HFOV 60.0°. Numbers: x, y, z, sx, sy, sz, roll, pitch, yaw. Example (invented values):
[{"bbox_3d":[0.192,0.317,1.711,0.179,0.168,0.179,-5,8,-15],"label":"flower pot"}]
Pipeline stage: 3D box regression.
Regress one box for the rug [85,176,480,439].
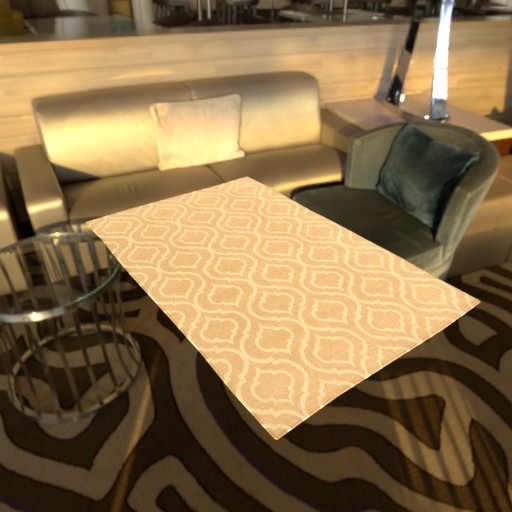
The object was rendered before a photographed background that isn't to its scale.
[{"bbox_3d":[0.000,0.000,2.232,1.152,0.013,1.761,-22,38,-30],"label":"rug"}]
